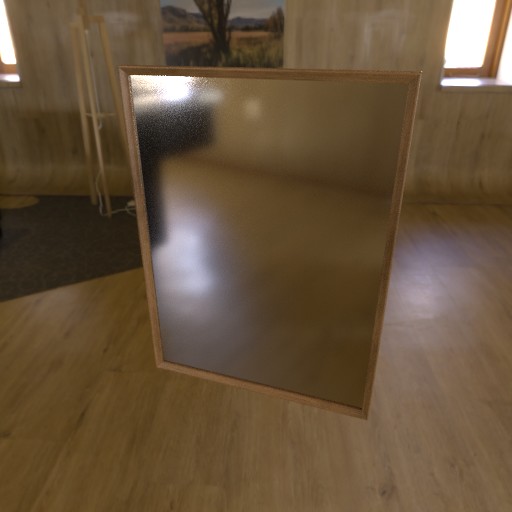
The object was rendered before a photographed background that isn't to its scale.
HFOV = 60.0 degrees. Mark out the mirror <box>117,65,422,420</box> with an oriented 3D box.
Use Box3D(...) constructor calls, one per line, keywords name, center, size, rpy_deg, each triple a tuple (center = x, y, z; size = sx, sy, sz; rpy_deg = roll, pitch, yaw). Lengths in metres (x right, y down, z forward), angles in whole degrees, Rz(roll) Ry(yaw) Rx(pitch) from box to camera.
Box3D(name="mirror", center=(0.000, 0.000, 1.300), size=(0.762, 1.016, 0.041), rpy_deg=(9, 28, 17))
